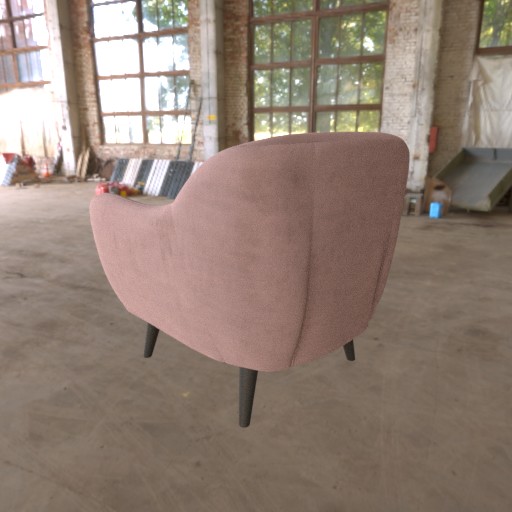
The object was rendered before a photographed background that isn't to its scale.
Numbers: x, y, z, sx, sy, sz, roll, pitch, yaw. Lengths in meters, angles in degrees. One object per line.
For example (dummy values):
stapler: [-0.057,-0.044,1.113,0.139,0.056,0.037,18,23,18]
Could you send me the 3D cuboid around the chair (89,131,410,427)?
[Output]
chair: [0.000,0.000,1.520,0.840,0.820,0.820,-15,21,-43]
